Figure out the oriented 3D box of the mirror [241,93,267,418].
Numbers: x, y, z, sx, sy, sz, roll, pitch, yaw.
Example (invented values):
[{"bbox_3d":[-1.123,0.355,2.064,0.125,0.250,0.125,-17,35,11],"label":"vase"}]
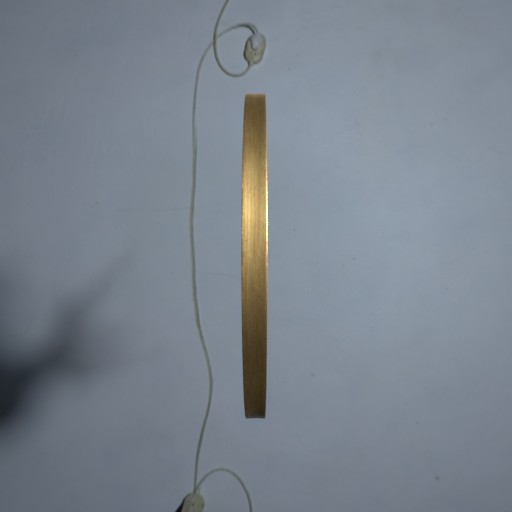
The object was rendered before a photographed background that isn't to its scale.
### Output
[{"bbox_3d":[0.000,0.000,0.821,0.032,0.565,0.565,0,90,0],"label":"mirror"}]
